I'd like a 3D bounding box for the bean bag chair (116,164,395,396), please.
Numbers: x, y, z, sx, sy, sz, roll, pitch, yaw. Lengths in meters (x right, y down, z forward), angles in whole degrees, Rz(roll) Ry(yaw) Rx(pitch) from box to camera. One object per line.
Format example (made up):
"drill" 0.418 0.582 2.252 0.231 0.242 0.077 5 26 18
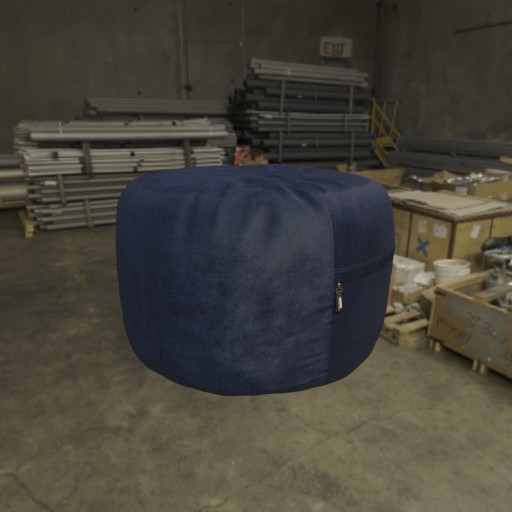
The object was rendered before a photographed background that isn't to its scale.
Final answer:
"bean bag chair" 0.000 0.000 2.030 1.219 0.762 1.219 0 17 0
